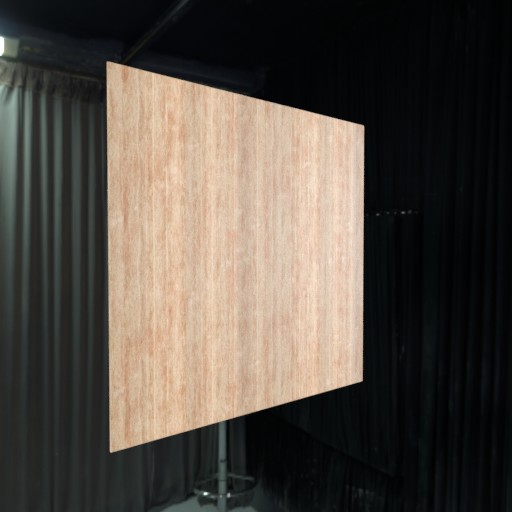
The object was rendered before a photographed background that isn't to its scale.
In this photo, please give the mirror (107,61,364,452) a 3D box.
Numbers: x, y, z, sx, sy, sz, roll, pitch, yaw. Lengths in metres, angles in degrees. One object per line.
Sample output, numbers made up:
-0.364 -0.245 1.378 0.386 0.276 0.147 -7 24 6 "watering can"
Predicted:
0.000 0.000 0.952 0.651 0.651 0.047 -1 2 -37 "mirror"
